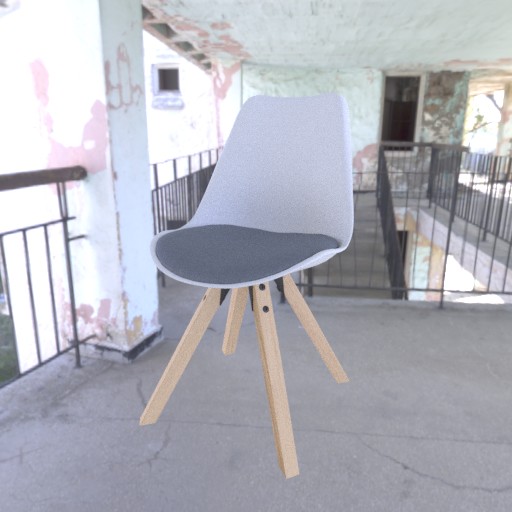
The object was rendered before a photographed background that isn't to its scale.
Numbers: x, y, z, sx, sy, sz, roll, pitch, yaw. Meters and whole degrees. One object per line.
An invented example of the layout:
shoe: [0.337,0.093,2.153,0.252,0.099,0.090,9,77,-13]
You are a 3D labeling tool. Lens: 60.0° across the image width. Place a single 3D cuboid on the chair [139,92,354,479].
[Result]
chair: [0.000,0.000,1.183,0.485,0.850,0.550,8,17,25]
